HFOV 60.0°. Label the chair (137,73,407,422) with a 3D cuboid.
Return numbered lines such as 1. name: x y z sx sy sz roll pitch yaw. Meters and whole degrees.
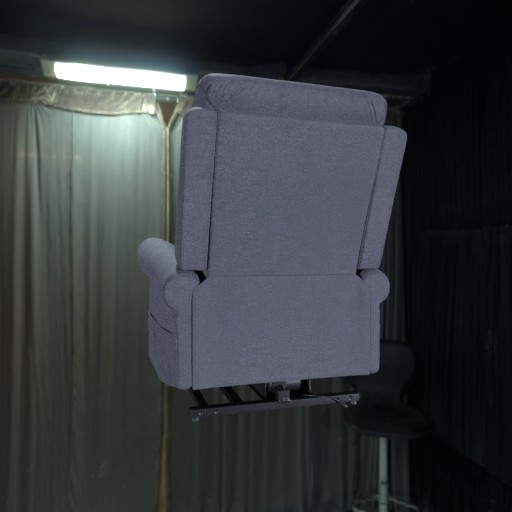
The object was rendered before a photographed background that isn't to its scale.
1. chair: 0.000 0.000 1.714 0.871 1.031 0.979 0 0 -17
